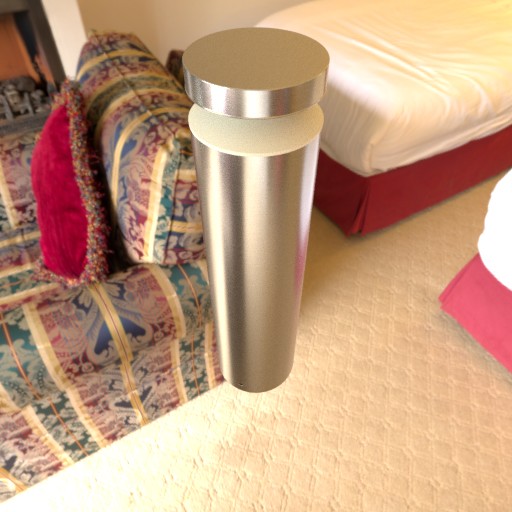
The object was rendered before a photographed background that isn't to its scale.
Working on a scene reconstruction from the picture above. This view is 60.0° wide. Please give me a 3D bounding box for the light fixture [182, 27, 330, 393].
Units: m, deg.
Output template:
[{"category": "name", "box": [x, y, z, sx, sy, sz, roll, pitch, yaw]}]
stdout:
[{"category": "light fixture", "box": [0.000, 0.000, 0.447, 0.102, 0.400, 0.102, 17, 49, 15]}]
